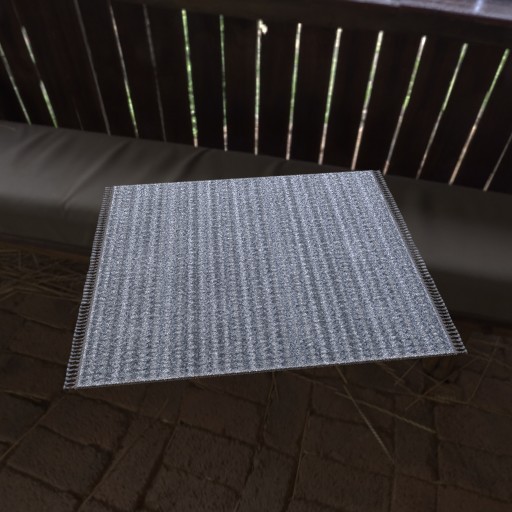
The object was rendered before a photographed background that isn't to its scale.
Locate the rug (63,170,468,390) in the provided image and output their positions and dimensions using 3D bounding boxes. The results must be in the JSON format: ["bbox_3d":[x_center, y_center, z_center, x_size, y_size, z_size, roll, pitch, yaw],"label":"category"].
[{"bbox_3d":[0.000,0.000,3.919,2.910,0.013,2.256,-4,47,-4],"label":"rug"}]
